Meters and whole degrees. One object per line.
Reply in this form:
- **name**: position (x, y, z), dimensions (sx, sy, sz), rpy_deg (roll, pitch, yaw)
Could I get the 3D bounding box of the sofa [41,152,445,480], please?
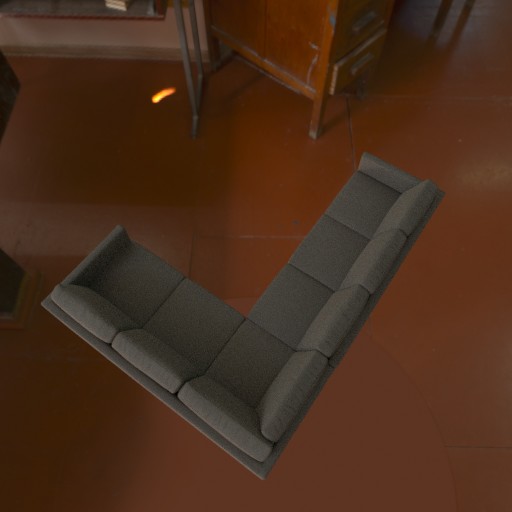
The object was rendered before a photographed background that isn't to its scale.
- **sofa**: position (0.000, 0.000, 4.389), dimensions (2.432, 0.871, 3.182), rpy_deg (32, 68, 15)
